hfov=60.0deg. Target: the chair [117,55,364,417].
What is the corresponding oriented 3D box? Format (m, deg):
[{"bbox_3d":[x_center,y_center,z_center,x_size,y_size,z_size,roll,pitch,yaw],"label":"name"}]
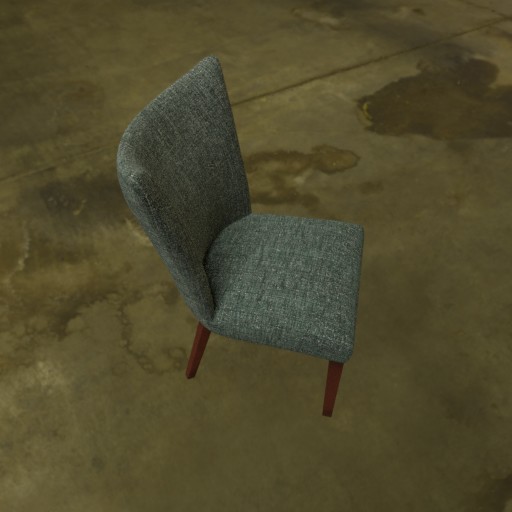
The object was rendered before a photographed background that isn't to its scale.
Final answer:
[{"bbox_3d":[0.000,0.000,1.305,0.623,0.924,0.535,10,49,9],"label":"chair"}]
